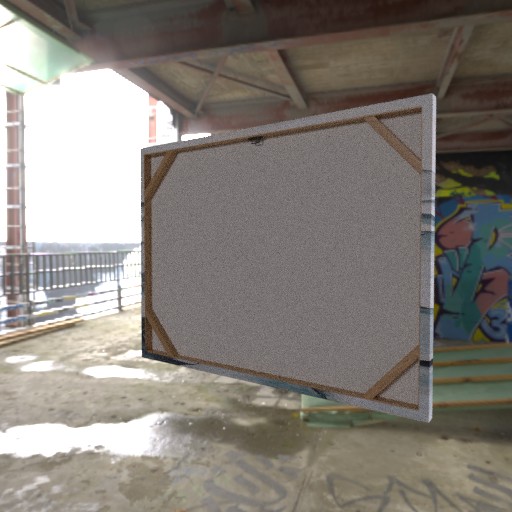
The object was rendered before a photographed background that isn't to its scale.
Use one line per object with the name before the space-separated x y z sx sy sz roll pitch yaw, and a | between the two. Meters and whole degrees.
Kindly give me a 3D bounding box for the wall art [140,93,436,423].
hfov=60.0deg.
wall art | 0.000 0.000 1.597 1.219 0.915 0.039 1 2 36
